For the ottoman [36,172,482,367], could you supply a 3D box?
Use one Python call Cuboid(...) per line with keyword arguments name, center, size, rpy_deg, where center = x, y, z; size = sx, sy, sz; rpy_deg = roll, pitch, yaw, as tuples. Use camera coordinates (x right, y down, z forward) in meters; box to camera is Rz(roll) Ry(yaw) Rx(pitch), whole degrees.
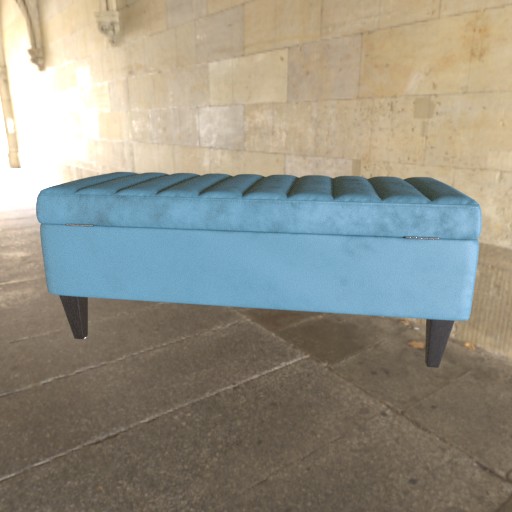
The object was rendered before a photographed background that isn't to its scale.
Cuboid(name="ottoman", center=(0.000, 0.000, 1.382), size=(1.151, 0.469, 0.482), rpy_deg=(3, 17, 9))
